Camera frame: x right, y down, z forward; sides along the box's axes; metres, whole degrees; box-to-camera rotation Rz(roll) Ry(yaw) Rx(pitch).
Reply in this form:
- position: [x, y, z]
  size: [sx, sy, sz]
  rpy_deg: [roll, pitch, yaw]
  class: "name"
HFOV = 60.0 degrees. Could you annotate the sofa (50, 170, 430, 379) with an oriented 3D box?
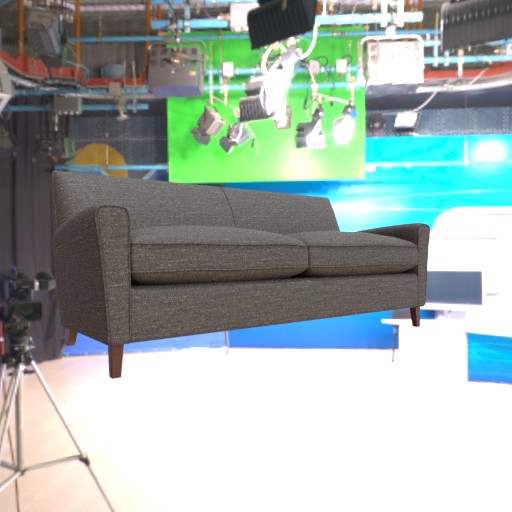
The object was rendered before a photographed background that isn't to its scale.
- position: [0.000, 0.000, 2.421]
  size: [1.976, 0.846, 0.875]
  rpy_deg: [0, 1, -36]
  class: "sofa"
